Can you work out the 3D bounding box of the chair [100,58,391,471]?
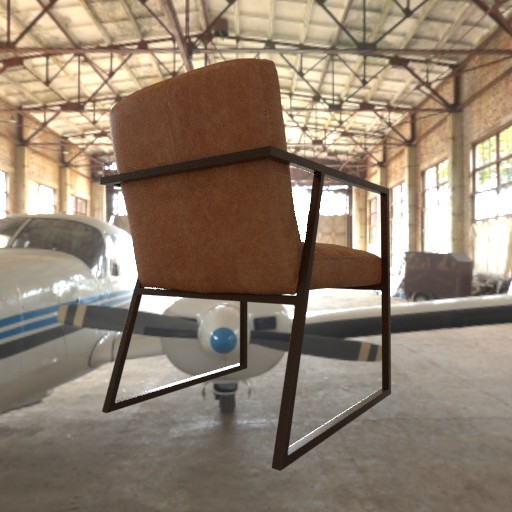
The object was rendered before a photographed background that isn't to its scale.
[{"bbox_3d":[0.000,0.000,1.269,0.571,0.832,0.677,-1,-1,36],"label":"chair"}]
